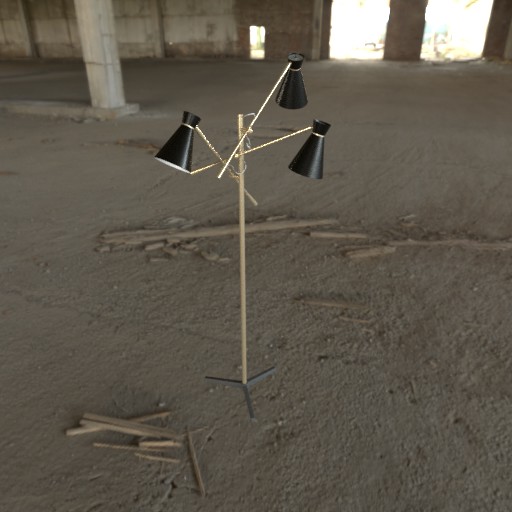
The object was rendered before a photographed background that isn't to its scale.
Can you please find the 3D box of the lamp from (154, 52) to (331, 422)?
[{"bbox_3d":[0.000,0.000,2.180,0.653,1.804,0.750,8,28,16],"label":"lamp"}]
